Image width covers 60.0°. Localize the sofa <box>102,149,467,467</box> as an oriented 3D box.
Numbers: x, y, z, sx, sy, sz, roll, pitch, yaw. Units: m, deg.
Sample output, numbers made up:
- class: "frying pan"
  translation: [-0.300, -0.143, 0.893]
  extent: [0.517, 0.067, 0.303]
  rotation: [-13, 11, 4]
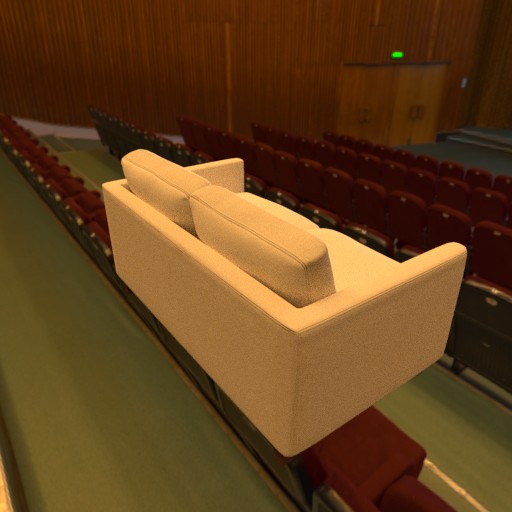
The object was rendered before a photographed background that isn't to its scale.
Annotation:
- class: "sofa"
  translation: [0.000, 0.000, 2.249]
  extent: [0.964, 0.888, 1.702]
  rotation: [-19, 33, -31]
